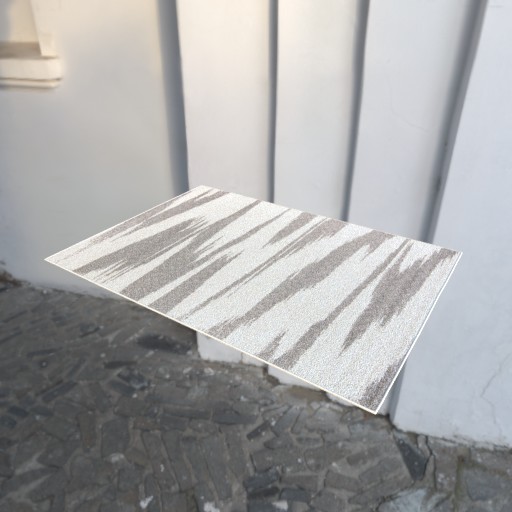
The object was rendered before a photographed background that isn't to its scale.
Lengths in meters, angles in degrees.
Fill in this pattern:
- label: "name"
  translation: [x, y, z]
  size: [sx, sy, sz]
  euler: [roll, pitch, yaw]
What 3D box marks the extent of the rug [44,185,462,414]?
- label: "rug"
  translation: [0.000, 0.000, 2.782]
  size: [2.142, 0.010, 1.533]
  euler: [18, 35, 29]
